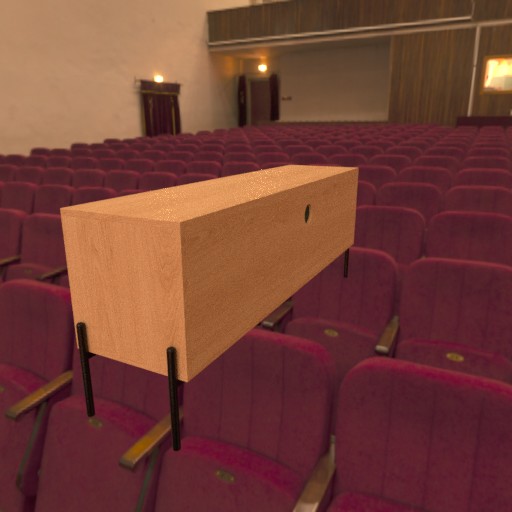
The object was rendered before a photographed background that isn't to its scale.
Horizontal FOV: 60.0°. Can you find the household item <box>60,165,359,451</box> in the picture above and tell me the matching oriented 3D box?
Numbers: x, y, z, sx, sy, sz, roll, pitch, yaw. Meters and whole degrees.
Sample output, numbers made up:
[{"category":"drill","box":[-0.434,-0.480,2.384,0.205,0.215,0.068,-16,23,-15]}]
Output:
[{"category":"household item","box":[0.000,0.000,1.790,0.400,0.600,1.550,8,18,26]}]
